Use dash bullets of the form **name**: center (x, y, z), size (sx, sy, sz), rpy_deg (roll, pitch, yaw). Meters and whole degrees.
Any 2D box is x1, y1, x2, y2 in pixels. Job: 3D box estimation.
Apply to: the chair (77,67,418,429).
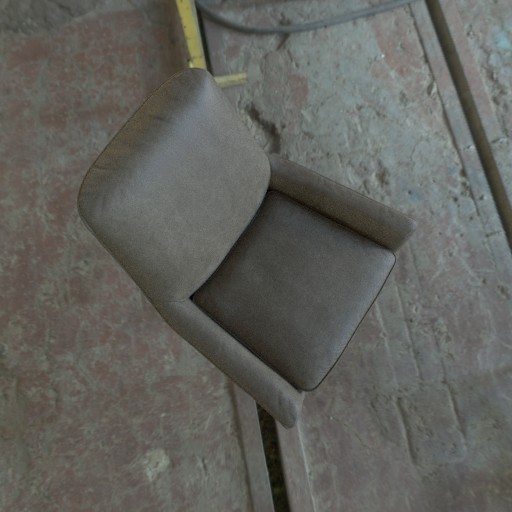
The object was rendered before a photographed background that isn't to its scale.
- **chair**: center (0.000, 0.000, 1.477), size (0.824, 0.888, 0.787), rpy_deg (33, 78, 8)
